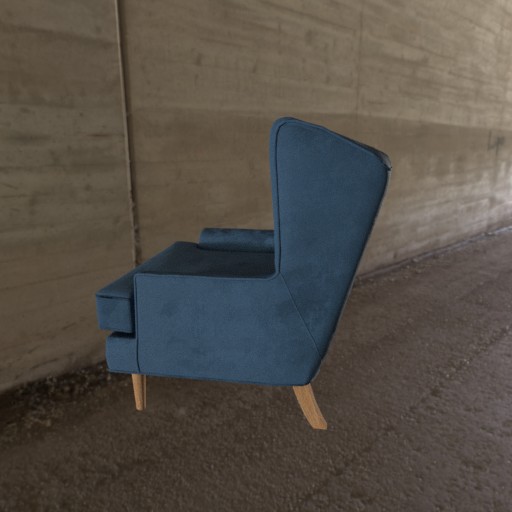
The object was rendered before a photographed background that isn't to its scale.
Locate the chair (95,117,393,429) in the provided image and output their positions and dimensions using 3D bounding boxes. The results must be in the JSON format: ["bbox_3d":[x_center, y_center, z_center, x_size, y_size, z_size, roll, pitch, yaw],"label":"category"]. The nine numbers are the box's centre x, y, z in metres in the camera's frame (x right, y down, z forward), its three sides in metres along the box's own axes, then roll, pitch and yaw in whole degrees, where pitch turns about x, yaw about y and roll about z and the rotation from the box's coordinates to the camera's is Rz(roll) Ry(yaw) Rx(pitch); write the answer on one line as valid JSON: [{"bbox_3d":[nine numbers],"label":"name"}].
[{"bbox_3d":[0.000,0.000,1.659,0.910,0.952,0.793,2,14,9],"label":"chair"}]
